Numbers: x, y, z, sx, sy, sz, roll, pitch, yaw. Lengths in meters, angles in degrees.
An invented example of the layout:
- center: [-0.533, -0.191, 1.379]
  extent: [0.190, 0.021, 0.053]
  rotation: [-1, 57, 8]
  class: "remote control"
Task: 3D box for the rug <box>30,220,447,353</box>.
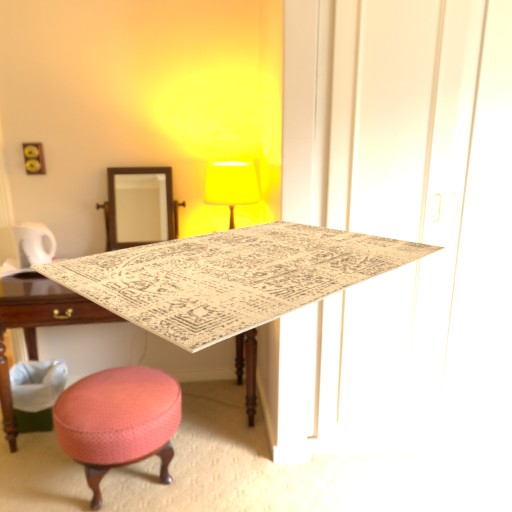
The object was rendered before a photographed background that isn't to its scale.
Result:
- center: [0.000, 0.000, 3.112]
  extent: [1.706, 0.026, 2.438]
  rotation: [14, 20, 43]
  class: "rug"
